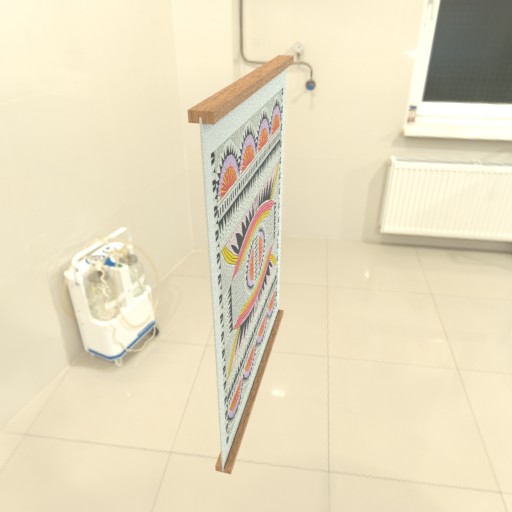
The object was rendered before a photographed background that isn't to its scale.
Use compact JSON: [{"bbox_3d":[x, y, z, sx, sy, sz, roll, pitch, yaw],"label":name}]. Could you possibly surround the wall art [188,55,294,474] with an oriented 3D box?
[{"bbox_3d":[0.000,0.000,0.796,0.028,0.609,0.456,8,32,12],"label":"wall art"}]
